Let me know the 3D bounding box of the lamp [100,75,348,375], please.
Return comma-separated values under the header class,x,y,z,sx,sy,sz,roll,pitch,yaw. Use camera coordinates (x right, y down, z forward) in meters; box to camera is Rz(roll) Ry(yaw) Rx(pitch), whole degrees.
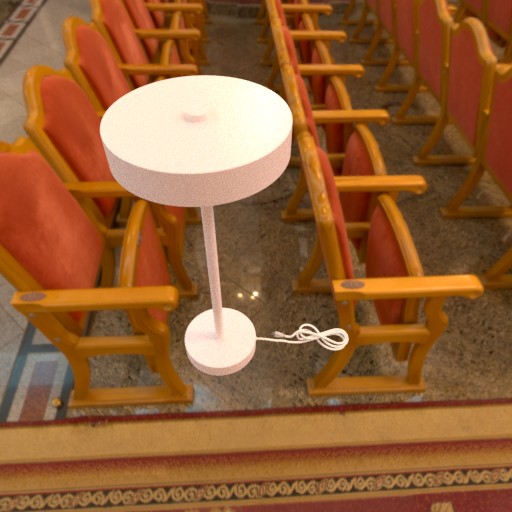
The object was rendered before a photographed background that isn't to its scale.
class,x,y,z,sx,sy,sz,roll,pitch,yaw
lamp,0.000,0.000,0.712,0.369,0.508,0.229,-2,46,-2
